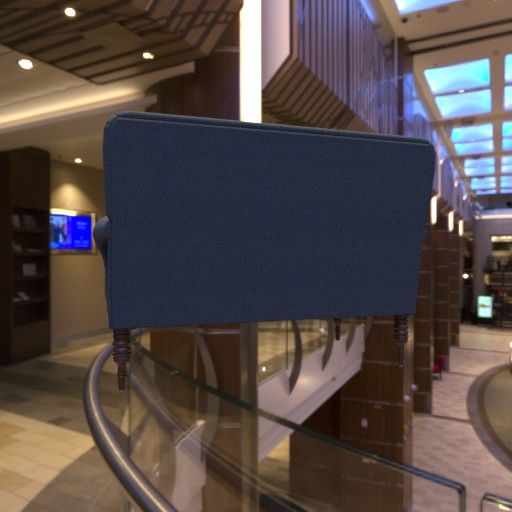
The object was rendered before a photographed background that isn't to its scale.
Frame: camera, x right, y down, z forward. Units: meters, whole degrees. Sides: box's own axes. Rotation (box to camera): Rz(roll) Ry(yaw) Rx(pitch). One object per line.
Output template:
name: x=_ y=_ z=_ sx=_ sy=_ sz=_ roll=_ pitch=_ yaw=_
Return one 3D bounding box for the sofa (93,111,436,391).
sofa: x=0.000 y=0.000 z=1.854 sx=1.297 sy=0.889 sz=0.779 roll=0 pitch=0 yaw=-17
